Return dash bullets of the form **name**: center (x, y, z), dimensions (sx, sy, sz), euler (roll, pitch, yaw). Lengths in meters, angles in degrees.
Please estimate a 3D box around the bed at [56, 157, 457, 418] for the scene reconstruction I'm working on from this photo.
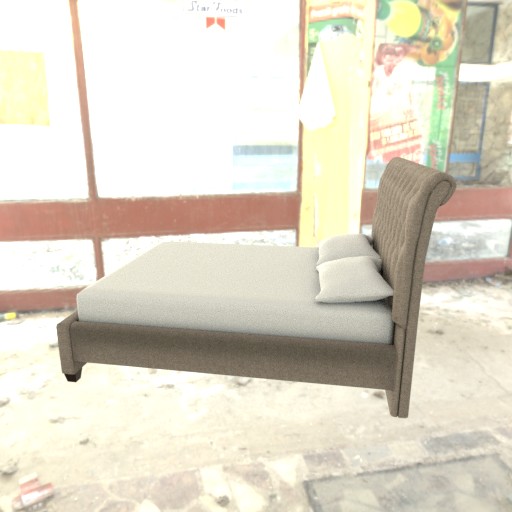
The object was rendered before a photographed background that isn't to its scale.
- **bed**: center (0.000, 0.000, 3.265), dimensions (2.252, 1.371, 1.645), euler (3, 15, 9)
